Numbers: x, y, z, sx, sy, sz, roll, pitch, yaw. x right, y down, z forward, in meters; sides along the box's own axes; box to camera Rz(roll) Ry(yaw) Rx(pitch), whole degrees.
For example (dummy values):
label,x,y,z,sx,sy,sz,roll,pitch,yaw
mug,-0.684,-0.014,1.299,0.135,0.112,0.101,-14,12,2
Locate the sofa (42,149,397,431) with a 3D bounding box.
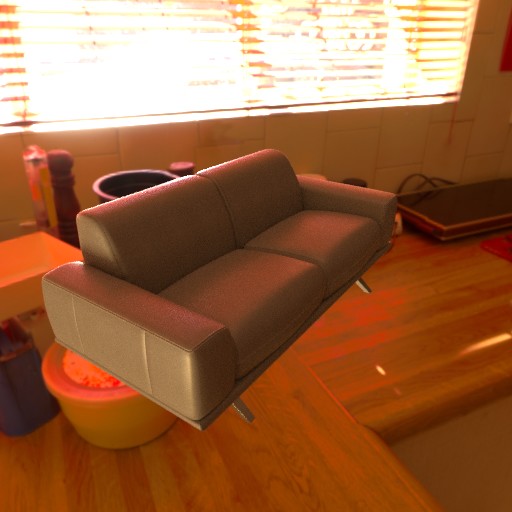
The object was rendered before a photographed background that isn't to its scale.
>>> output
label,x,y,z,sx,sy,sz,roll,pitch,yaw
sofa,0.000,0.000,2.361,0.900,0.772,1.901,18,32,31
